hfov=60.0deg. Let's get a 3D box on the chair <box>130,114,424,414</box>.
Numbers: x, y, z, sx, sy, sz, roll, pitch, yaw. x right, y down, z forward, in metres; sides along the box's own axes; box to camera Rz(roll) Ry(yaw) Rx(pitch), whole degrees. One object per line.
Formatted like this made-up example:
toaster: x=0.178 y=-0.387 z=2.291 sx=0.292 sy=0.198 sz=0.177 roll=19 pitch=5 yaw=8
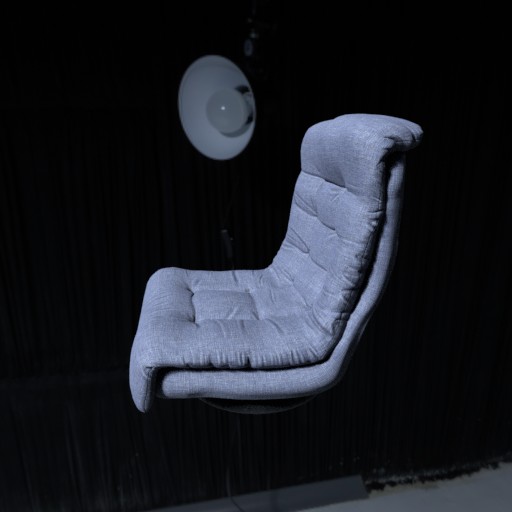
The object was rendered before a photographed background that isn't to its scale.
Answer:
chair: x=0.000 y=0.000 z=1.224 sx=0.668 sy=0.749 sz=0.597 roll=-3 pitch=17 yaw=-9
